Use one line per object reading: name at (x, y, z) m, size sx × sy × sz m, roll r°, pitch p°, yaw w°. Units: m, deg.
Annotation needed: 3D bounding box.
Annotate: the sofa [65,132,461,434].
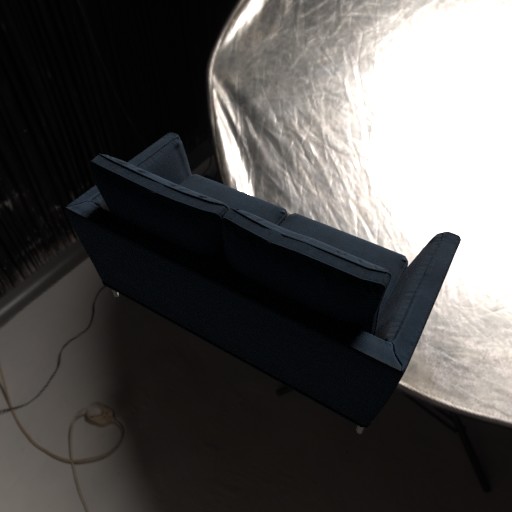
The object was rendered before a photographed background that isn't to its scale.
sofa at (0.000, 0.000, 2.335) m, size 1.770 × 1.002 × 0.853 m, roll 24°, pitch 51°, yaw 21°
